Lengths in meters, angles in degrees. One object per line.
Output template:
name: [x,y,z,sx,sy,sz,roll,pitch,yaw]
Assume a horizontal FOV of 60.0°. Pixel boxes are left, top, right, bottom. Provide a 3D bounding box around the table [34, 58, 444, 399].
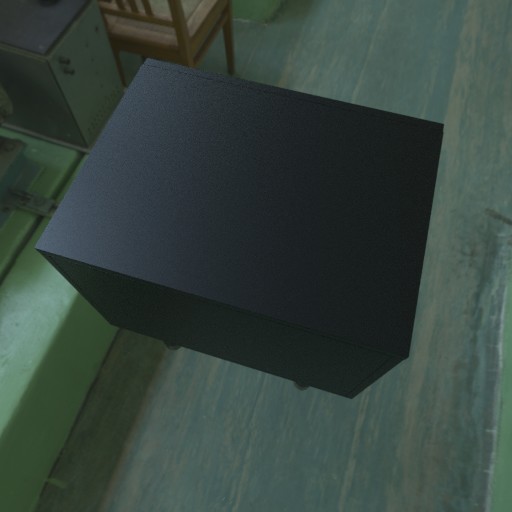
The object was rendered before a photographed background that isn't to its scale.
table: [0.000,0.000,0.986,0.564,0.584,0.441,15,65,7]
